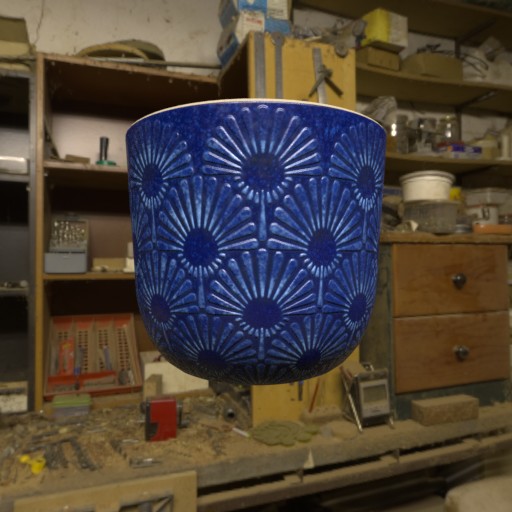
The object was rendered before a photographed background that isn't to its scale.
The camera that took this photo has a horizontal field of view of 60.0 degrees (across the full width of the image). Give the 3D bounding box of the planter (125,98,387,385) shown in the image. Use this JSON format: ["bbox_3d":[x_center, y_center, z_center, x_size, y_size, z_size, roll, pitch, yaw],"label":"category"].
[{"bbox_3d":[0.000,0.000,0.299,0.170,0.153,0.170,0,-1,0],"label":"planter"}]
